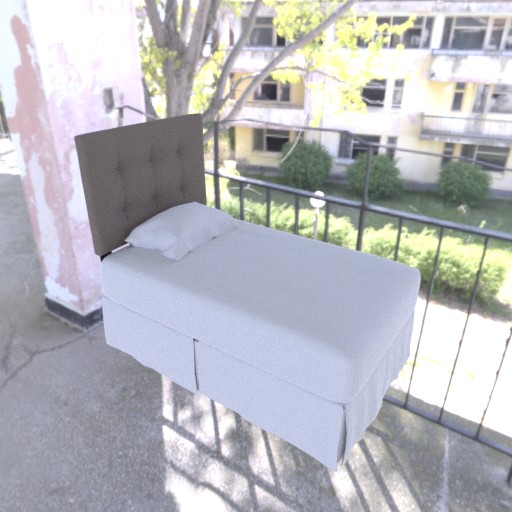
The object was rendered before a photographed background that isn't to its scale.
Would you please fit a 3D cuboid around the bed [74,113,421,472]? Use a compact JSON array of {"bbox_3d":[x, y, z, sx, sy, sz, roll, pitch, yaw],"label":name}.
[{"bbox_3d":[0.000,0.000,2.994,1.997,1.571,1.261,17,31,31],"label":"bed"}]
